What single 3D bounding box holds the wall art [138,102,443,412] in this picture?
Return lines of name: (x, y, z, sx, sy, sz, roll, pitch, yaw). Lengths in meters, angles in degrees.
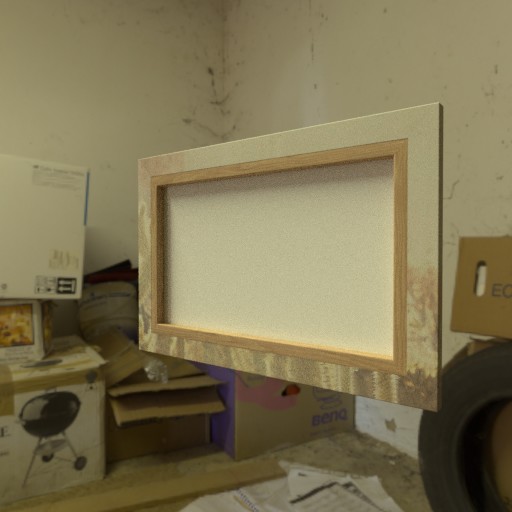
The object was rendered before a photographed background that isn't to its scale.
wall art: (0.000, 0.000, 1.439, 1.142, 0.758, 0.041, 1, 1, 37)
